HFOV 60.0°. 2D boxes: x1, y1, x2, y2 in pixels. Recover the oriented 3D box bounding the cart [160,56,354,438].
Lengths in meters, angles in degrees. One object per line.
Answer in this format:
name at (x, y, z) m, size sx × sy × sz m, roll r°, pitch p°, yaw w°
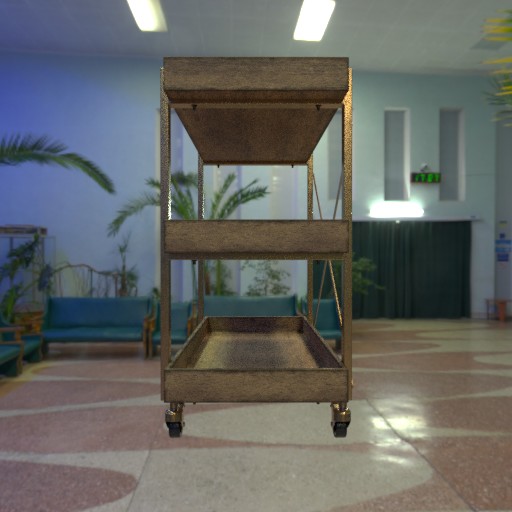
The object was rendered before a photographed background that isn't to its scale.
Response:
cart at (0.000, 0.000, 1.260) m, size 0.416 × 0.799 × 0.750 m, roll 0°, pitch 0°, yaw 0°
